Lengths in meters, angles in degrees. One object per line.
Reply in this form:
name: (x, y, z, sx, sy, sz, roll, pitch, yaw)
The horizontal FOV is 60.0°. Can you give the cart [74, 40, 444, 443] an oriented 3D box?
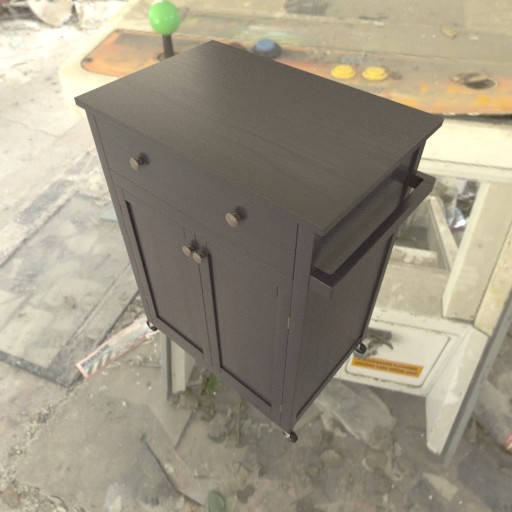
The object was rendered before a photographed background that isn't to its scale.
cart: (0.000, 0.000, 1.245, 0.690, 0.878, 0.449, 31, 53, 27)
